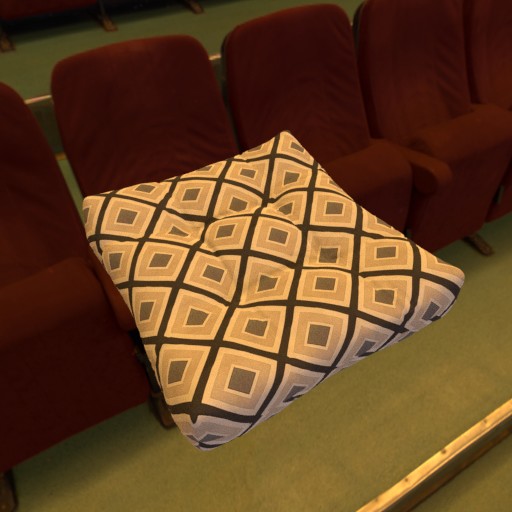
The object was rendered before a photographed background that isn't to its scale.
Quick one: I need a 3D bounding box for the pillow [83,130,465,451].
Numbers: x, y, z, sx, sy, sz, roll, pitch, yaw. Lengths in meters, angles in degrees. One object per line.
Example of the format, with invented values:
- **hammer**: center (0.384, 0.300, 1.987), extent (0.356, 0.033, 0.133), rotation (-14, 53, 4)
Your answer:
- **pillow**: center (0.000, 0.000, 0.750), extent (0.468, 0.128, 0.490), rotation (-23, 50, -21)
